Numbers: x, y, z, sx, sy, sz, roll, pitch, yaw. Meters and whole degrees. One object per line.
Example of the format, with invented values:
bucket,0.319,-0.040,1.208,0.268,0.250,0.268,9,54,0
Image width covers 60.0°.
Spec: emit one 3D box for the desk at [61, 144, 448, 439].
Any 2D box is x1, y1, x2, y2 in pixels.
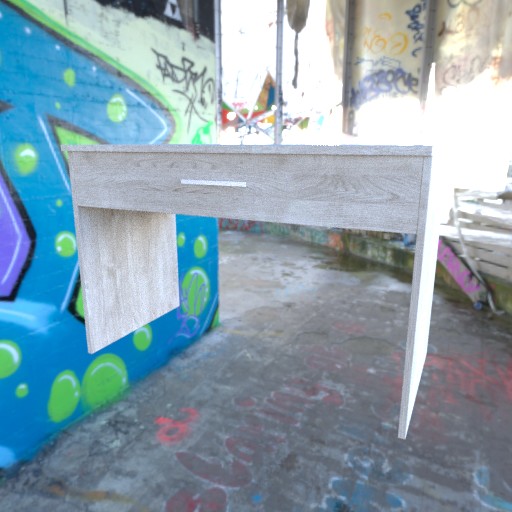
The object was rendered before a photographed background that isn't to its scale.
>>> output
desk,0.000,0.000,1.501,1.100,0.730,0.560,7,16,25
